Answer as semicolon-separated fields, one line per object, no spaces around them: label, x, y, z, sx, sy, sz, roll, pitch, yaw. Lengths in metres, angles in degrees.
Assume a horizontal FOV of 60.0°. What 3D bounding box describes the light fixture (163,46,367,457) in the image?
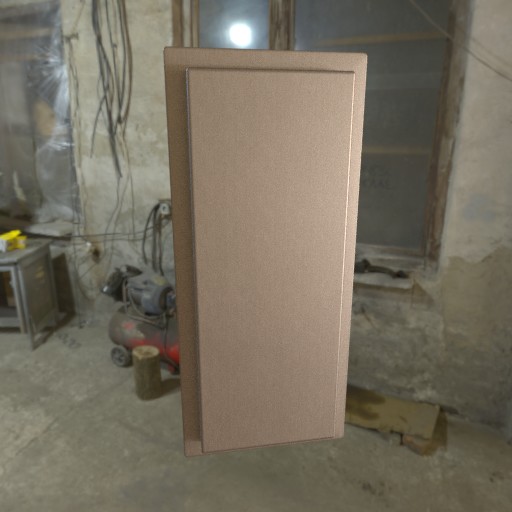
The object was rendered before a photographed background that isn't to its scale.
light fixture;0.000;0.000;0.467;0.168;0.380;0.160;-3;16;-10
